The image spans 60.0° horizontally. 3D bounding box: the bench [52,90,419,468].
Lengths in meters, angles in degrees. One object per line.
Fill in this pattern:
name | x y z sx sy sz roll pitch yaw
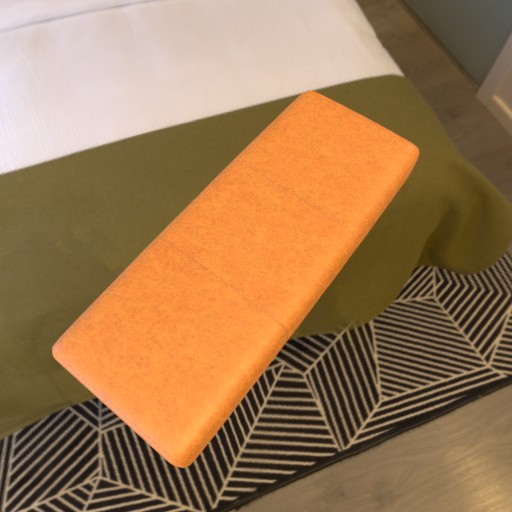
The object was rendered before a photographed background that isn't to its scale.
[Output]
bench | 0.000 0.000 1.889 0.653 0.399 1.610 34 68 16
